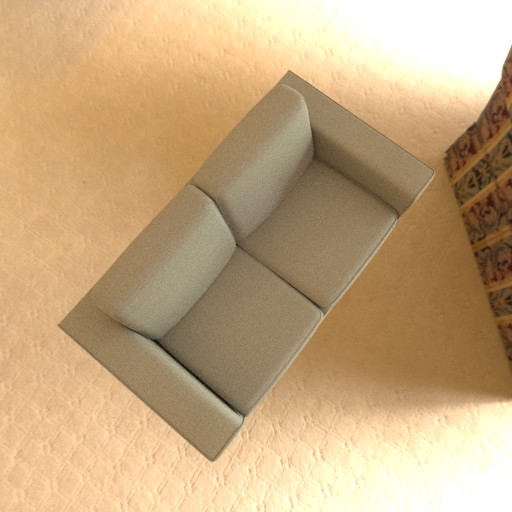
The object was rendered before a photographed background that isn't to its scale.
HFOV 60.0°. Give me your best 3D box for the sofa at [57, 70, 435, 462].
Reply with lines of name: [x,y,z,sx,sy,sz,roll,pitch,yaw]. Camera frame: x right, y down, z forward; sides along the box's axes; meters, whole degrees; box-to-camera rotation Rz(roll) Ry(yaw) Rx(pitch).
sofa: [0.000,0.000,2.415,1.007,0.924,1.812,38,79,9]
